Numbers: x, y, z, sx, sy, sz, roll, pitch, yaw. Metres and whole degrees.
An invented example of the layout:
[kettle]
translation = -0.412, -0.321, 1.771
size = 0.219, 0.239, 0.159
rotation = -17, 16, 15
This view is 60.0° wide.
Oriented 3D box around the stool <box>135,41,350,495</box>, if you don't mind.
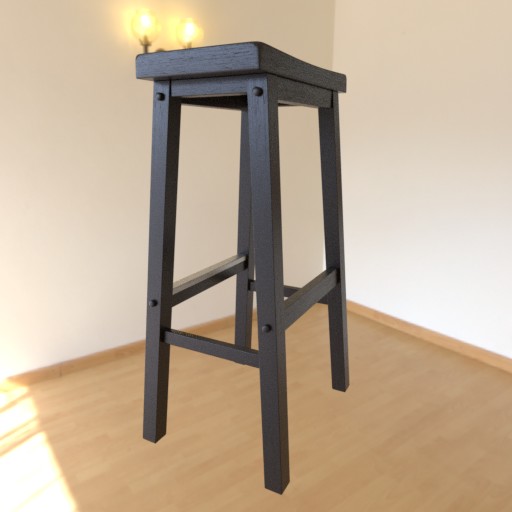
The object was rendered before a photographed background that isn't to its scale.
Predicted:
[stool]
translation = 0.000, 0.000, 0.933
size = 0.322, 0.742, 0.406
rotation = 8, 17, 27
